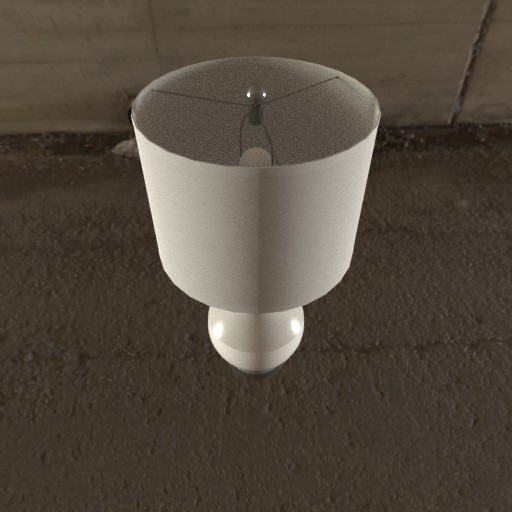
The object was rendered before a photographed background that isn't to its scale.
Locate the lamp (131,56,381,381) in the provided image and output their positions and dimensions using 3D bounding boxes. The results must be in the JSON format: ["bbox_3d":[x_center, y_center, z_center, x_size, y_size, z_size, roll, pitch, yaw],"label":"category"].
[{"bbox_3d":[0.000,0.000,0.858,0.357,0.673,0.357,-30,51,-28],"label":"lamp"}]
